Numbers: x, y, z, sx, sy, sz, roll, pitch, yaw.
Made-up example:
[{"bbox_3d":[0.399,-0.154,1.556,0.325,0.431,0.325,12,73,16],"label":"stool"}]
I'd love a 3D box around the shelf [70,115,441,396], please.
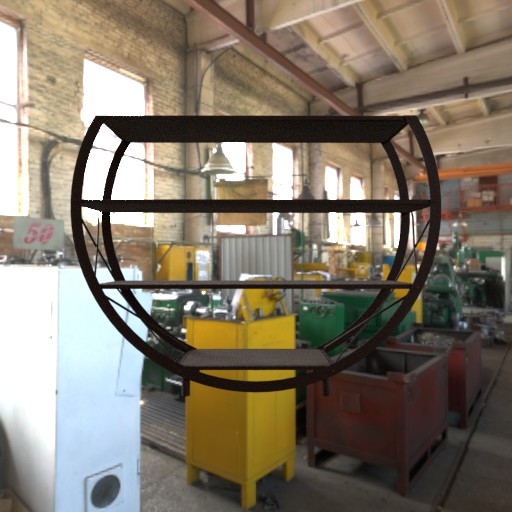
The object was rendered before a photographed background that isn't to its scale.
[{"bbox_3d":[0.000,0.000,1.841,1.403,1.063,0.344,0,-1,0],"label":"shelf"}]
